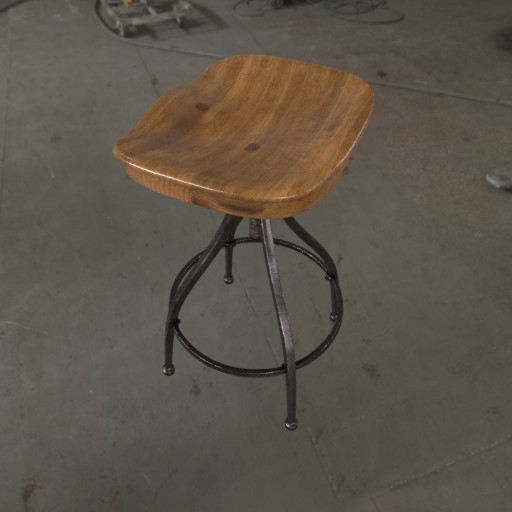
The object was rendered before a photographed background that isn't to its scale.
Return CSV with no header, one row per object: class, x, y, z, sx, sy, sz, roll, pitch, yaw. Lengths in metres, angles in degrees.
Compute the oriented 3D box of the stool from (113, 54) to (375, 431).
stool,0.000,0.000,0.974,0.424,0.694,0.432,18,49,17
